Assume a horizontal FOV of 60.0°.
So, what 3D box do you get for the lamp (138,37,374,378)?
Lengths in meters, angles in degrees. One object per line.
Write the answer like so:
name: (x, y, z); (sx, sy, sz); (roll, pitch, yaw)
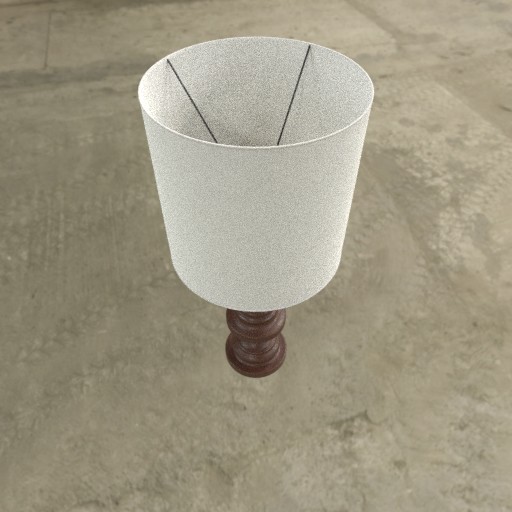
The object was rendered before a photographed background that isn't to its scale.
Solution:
lamp: (0.000, 0.000, 0.563); (0.208, 0.455, 0.208); (9, 48, 8)
